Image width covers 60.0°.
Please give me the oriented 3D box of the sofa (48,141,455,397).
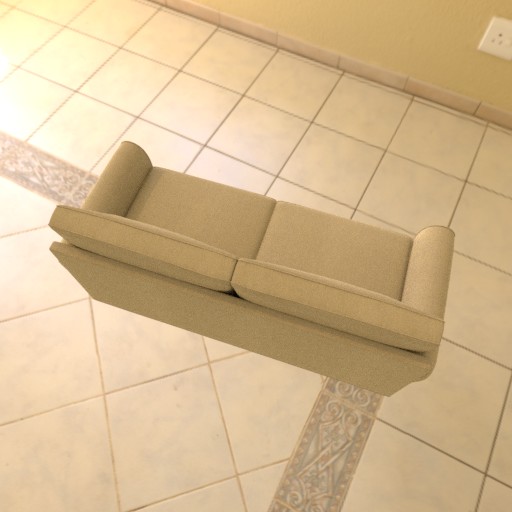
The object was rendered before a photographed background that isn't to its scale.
[{"bbox_3d":[0.000,0.000,2.617,2.146,0.962,0.901,17,64,8],"label":"sofa"}]
